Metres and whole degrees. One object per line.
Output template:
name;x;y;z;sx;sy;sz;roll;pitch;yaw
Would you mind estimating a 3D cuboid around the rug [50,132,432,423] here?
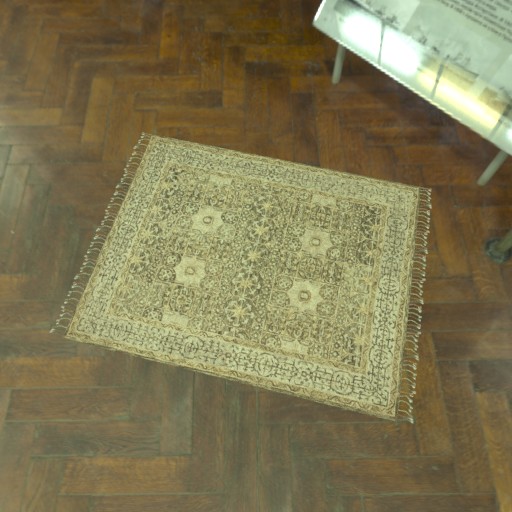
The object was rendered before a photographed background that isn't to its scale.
rug;0.000;0.000;4.374;3.291;0.017;2.431;12;65;6
